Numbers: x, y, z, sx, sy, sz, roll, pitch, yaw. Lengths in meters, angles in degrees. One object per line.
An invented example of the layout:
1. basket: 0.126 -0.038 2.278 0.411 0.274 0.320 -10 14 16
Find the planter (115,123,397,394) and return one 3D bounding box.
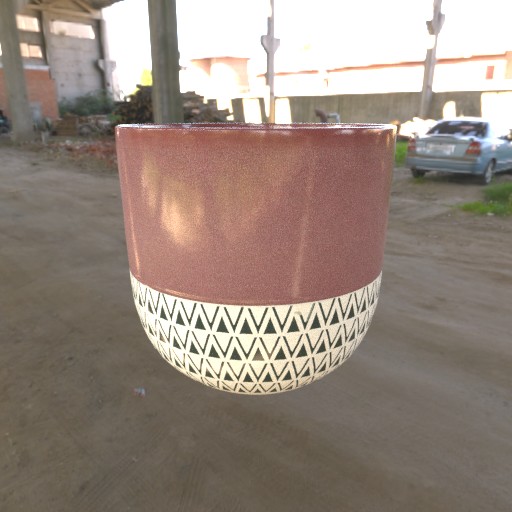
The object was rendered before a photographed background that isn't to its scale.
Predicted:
1. planter: 0.000 0.000 0.475 0.266 0.270 0.266 0 17 0
